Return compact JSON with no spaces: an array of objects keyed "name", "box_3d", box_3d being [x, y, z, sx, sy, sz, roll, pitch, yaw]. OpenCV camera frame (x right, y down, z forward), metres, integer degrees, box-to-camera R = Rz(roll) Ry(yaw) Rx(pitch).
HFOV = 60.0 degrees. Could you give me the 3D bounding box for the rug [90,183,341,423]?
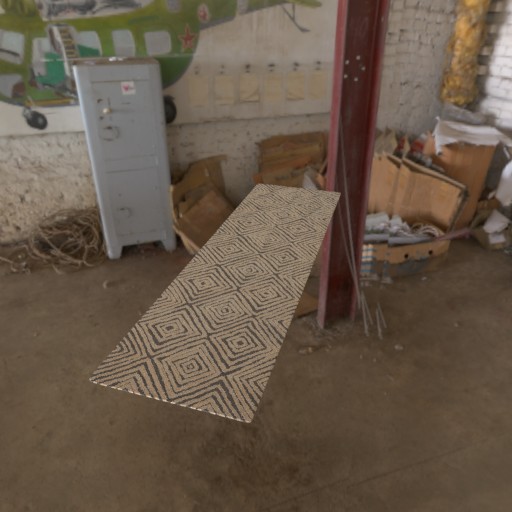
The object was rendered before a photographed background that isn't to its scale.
[{"name":"rug","box_3d":[0.000,0.000,2.597,0.676,0.008,2.277,9,31,15]}]
